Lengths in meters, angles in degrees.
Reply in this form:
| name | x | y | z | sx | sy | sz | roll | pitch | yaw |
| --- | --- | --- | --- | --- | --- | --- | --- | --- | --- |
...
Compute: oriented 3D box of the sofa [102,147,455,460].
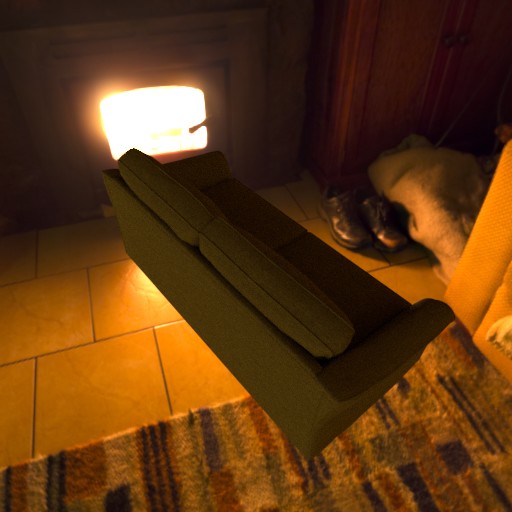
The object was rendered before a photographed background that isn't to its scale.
| name | x | y | z | sx | sy | sz | roll | pitch | yaw |
| --- | --- | --- | --- | --- | --- | --- | --- | --- | --- |
| sofa | 0.000 | 0.000 | 2.812 | 0.971 | 0.950 | 2.270 | -28 | 49 | -28 |
